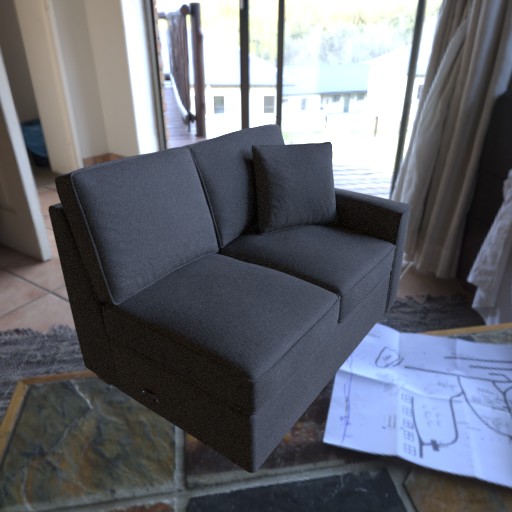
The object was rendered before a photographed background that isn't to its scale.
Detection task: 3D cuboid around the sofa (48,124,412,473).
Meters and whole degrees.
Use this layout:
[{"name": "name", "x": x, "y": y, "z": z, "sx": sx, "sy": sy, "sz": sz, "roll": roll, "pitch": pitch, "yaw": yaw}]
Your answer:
[{"name": "sofa", "x": 0.000, "y": 0.000, "z": 2.048, "sx": 0.991, "sy": 0.989, "sz": 1.388, "roll": 18, "pitch": 32, "yaw": 32}]
